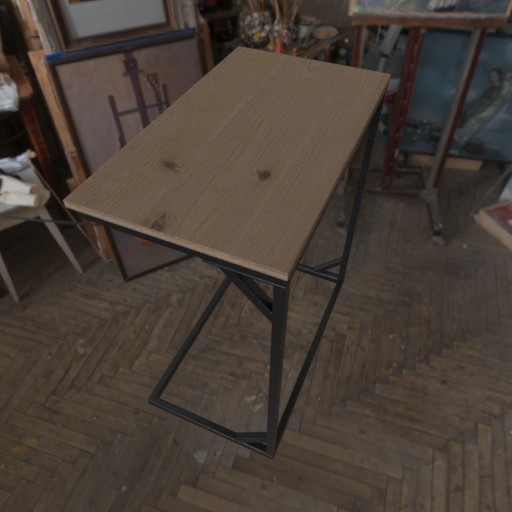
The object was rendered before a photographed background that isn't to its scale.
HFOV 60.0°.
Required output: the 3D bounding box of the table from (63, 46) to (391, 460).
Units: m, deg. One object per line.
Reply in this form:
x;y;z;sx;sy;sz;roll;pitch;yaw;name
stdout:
0.000;0.000;1.028;0.351;0.673;0.597;18;50;16;table
